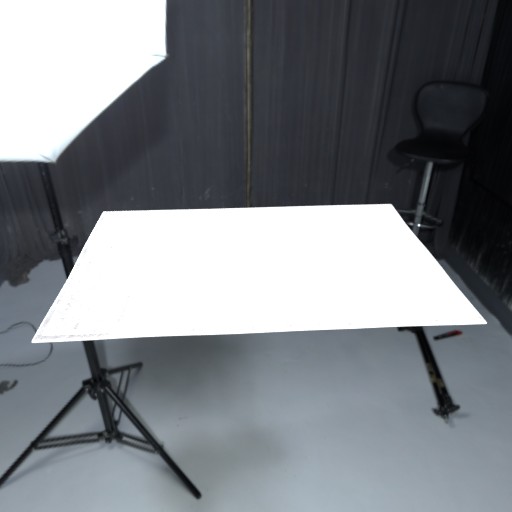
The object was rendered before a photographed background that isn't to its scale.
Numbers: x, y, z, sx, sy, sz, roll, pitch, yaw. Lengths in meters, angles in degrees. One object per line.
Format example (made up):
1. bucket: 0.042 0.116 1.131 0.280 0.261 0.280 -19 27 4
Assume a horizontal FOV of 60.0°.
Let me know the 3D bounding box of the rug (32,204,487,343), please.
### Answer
1. rug: 0.000 0.000 3.446 2.746 0.018 1.819 -2 30 -3
